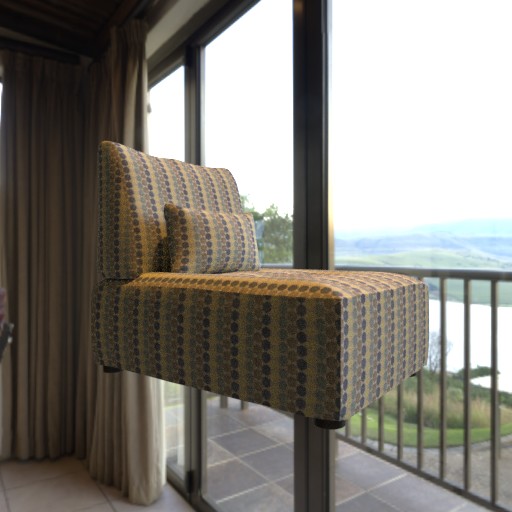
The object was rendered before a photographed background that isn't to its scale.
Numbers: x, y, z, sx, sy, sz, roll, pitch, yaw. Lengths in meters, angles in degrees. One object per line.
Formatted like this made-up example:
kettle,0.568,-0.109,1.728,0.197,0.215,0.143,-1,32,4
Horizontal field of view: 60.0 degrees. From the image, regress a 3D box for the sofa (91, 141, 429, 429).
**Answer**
sofa,0.000,0.000,1.576,1.000,0.820,0.700,0,1,37
